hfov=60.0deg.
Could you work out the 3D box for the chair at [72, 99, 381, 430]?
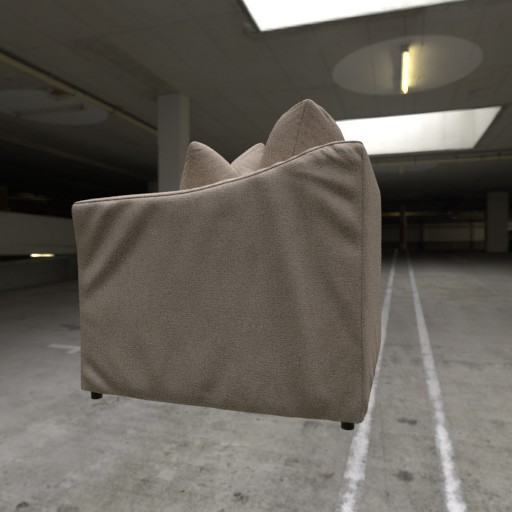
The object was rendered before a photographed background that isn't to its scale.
[{"bbox_3d":[0.000,0.000,2.024,1.071,1.093,1.194,0,1,18],"label":"chair"}]
